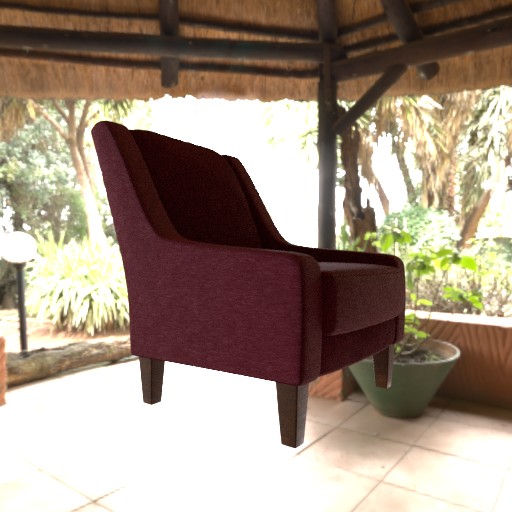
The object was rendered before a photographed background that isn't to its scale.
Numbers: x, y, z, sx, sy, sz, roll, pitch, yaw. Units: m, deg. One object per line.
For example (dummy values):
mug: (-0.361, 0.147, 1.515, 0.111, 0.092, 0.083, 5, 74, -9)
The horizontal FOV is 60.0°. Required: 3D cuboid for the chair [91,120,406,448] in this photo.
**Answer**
chair: (0.000, 0.000, 1.682, 0.985, 1.017, 0.793, 0, 0, 37)
